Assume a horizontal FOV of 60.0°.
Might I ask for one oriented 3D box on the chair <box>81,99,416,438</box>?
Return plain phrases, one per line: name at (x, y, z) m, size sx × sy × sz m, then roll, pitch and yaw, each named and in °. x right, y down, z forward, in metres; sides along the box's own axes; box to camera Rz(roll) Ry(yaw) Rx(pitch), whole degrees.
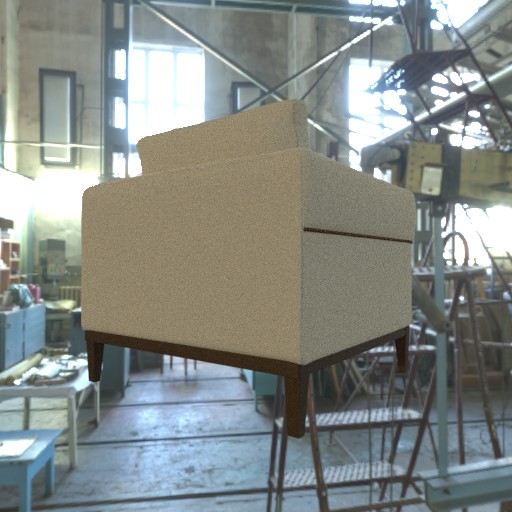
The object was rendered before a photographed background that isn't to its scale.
chair at (0.000, 0.000, 1.700) m, size 0.982 × 0.915 × 0.896 m, roll -1°, pitch -1°, yaw 36°
